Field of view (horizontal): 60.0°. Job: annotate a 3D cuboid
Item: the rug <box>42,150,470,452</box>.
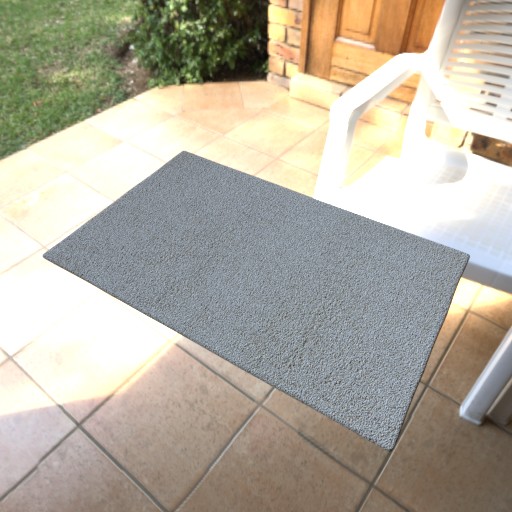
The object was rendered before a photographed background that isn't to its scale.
[{"bbox_3d":[0.000,0.000,2.968,2.438,0.030,1.524,24,50,22],"label":"rug"}]
